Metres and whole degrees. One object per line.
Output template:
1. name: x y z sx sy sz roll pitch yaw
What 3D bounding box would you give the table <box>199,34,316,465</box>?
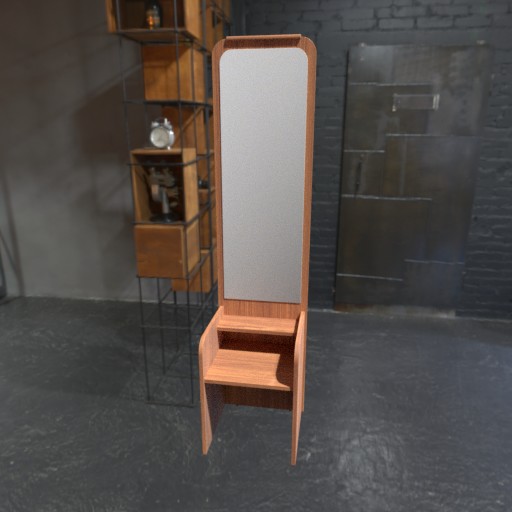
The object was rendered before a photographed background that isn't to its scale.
1. table: 0.000 0.000 1.958 0.450 1.830 0.420 3 17 9
